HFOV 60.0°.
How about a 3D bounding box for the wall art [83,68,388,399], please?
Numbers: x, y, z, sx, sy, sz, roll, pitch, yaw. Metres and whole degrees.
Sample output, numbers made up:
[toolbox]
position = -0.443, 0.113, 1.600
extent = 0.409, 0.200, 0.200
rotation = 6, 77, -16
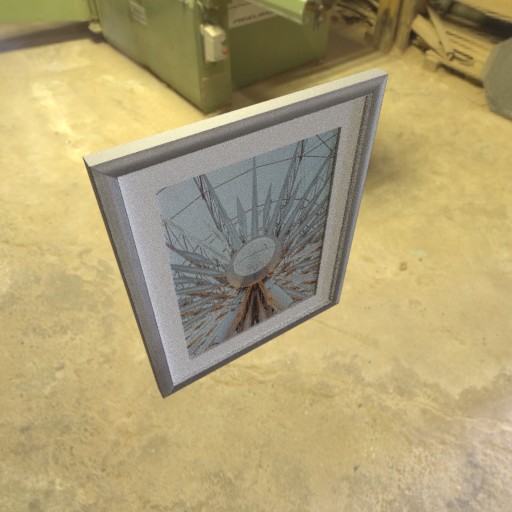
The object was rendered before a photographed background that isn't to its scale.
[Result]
[wall art]
position = 0.000, 0.000, 0.789
extent = 0.458, 0.558, 0.029
rotation = -24, 51, -22
